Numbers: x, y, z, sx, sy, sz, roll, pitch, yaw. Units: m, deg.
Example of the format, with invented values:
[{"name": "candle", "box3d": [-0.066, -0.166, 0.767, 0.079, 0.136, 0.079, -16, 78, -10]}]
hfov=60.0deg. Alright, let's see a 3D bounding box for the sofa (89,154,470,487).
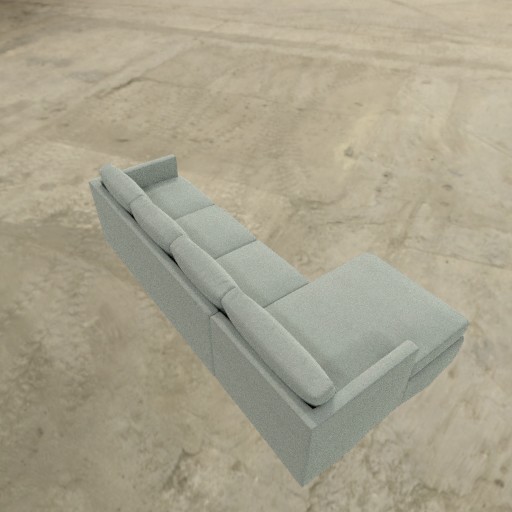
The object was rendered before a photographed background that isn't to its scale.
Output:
[{"name": "sofa", "box3d": [0.000, 0.000, 3.837, 1.650, 0.922, 3.205, -26, 47, -27]}]
